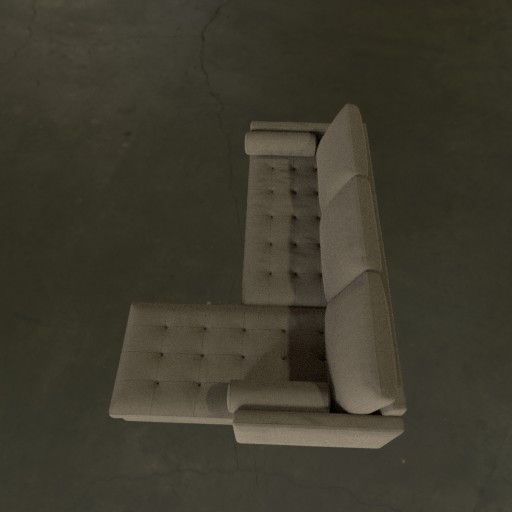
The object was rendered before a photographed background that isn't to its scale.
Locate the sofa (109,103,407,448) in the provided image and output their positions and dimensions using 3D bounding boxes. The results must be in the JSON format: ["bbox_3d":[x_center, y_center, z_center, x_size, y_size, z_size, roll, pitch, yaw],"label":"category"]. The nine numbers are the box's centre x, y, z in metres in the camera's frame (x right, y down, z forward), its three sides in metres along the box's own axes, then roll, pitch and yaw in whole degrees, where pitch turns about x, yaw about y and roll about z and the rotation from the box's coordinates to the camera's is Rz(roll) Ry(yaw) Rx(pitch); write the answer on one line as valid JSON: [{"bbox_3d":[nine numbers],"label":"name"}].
[{"bbox_3d":[0.000,0.000,2.854,1.506,0.875,2.178,2,58,1],"label":"sofa"}]
